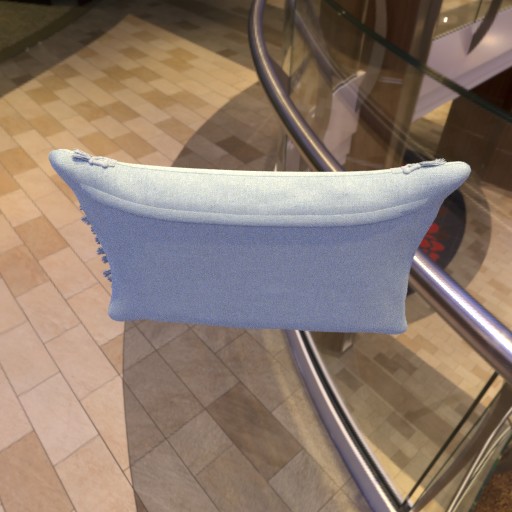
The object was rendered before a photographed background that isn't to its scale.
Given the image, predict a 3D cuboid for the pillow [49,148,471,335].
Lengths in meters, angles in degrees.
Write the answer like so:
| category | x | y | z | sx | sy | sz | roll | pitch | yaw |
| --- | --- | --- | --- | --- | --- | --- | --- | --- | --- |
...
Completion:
| category | x | y | z | sx | sy | sz | roll | pitch | yaw |
| --- | --- | --- | --- | --- | --- | --- | --- | --- | --- |
| pillow | 0.000 | 0.000 | 0.587 | 0.466 | 0.305 | 0.084 | 2 | 44 | 2 |
